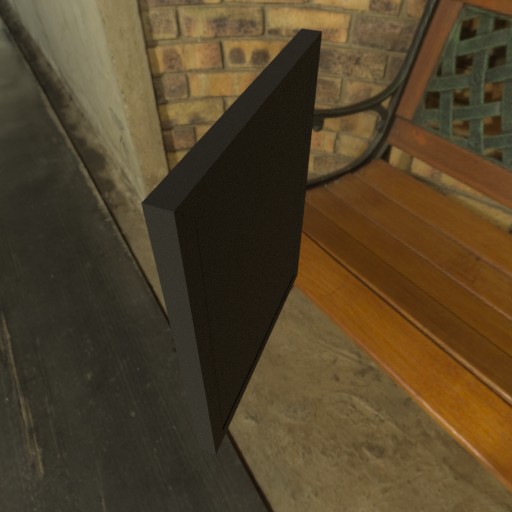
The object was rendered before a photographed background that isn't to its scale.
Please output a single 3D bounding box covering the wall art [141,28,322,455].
[{"bbox_3d":[0.000,0.000,0.732,0.033,0.559,0.457,16,48,15],"label":"wall art"}]
